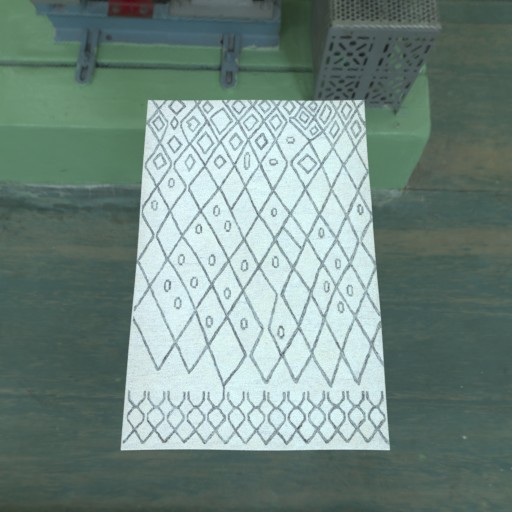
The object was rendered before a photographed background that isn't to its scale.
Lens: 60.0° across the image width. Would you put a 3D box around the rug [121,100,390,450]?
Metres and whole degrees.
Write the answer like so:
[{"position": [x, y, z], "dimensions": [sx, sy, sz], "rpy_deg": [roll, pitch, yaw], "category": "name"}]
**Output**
[{"position": [0.000, 0.000, 2.253], "dimensions": [1.222, 0.015, 1.828], "rpy_deg": [0, 74, 0], "category": "rug"}]
